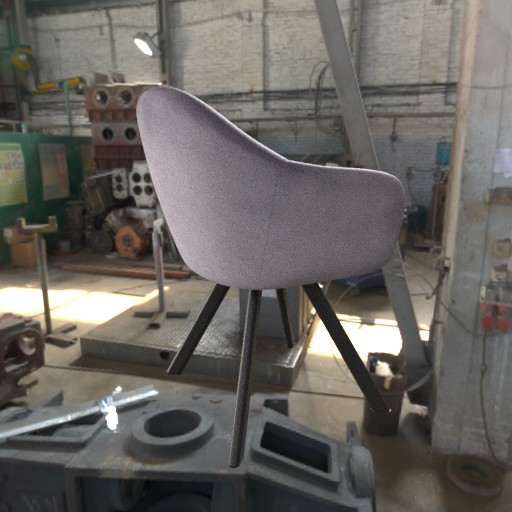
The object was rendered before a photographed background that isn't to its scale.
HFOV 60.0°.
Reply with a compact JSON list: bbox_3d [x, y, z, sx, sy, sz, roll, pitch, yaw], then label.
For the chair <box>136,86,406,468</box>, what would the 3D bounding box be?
[{"bbox_3d":[0.000,0.000,1.127,0.540,0.780,0.570,-7,15,-27],"label":"chair"}]
